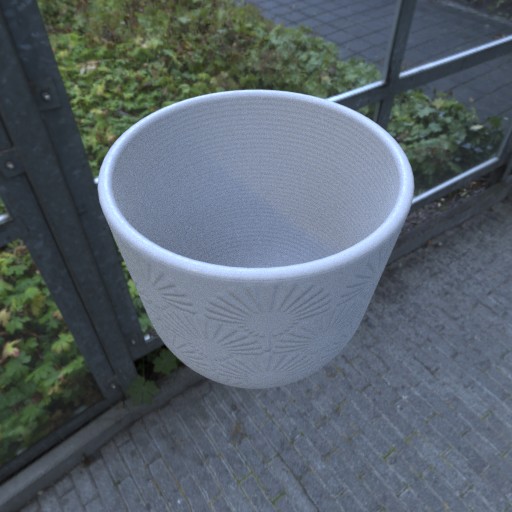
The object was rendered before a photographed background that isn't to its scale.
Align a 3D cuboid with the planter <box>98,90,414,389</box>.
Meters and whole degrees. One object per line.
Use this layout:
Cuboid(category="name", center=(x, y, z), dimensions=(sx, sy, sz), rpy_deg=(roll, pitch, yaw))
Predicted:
Cuboid(category="planter", center=(0.000, 0.000, 0.298), dimensions=(0.170, 0.152, 0.170), rpy_deg=(0, 47, 0))
